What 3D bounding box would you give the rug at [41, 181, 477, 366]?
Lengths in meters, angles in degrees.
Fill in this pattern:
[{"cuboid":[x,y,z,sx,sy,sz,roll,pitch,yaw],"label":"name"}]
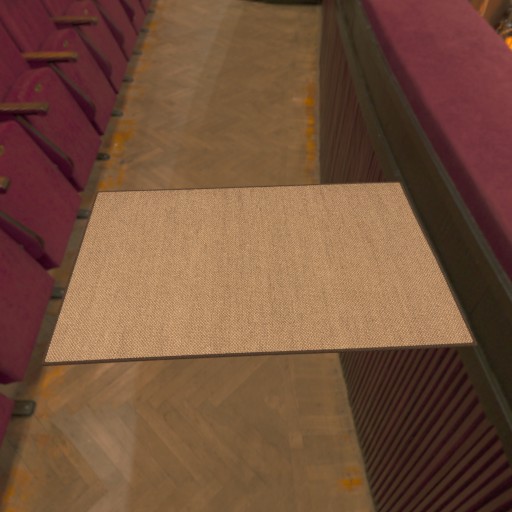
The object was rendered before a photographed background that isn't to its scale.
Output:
[{"cuboid":[0.000,0.000,2.063,1.676,0.013,1.067,-2,46,-2],"label":"rug"}]
